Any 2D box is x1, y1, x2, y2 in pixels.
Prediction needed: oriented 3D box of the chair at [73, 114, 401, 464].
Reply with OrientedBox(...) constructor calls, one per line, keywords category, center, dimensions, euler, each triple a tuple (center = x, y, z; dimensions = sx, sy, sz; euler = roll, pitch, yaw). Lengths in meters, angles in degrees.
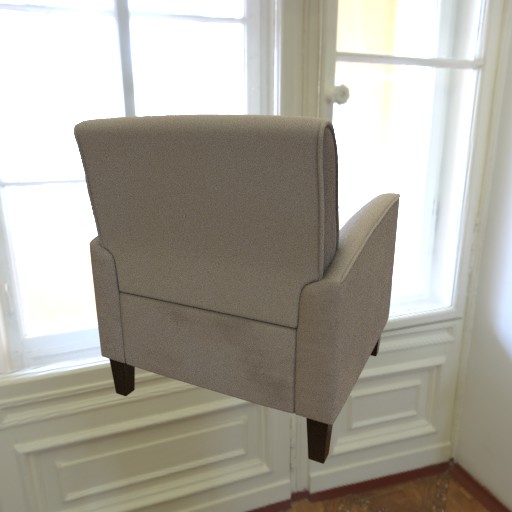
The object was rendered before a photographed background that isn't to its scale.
OrientedBox(category="chair", center=(0.000, 0.000, 1.531), dimensions=(0.820, 0.915, 0.821), euler=(8, 18, 26))
